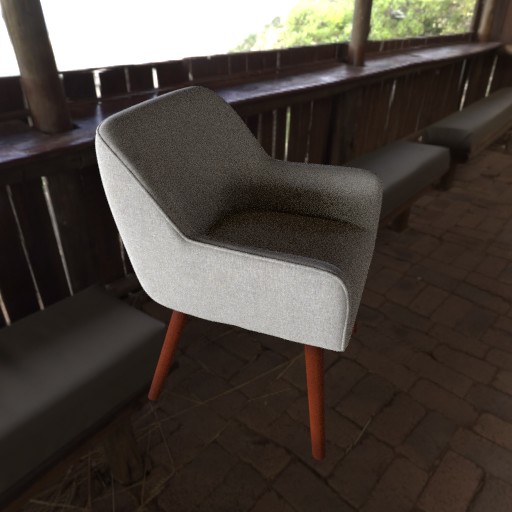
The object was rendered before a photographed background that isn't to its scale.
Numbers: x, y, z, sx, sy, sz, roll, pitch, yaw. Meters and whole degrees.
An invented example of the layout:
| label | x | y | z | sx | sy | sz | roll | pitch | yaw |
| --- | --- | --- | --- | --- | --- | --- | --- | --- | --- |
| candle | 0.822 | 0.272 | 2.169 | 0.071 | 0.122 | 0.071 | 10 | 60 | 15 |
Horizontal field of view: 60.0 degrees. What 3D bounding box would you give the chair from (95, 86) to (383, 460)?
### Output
| label | x | y | z | sx | sy | sz | roll | pitch | yaw |
| --- | --- | --- | --- | --- | --- | --- | --- | --- | --- |
| chair | 0.000 | 0.000 | 1.249 | 0.610 | 0.813 | 0.610 | 11 | 33 | 17 |
